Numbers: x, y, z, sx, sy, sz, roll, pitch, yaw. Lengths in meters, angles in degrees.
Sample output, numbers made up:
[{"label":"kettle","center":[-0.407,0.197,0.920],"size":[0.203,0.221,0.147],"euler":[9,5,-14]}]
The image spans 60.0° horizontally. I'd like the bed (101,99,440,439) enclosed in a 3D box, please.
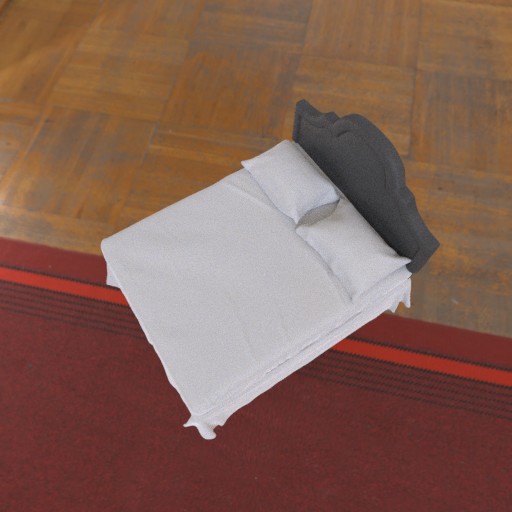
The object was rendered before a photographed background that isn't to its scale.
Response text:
[{"label":"bed","center":[0.000,0.000,3.416],"size":[2.222,1.634,1.780],"euler":[-30,67,-14]}]
